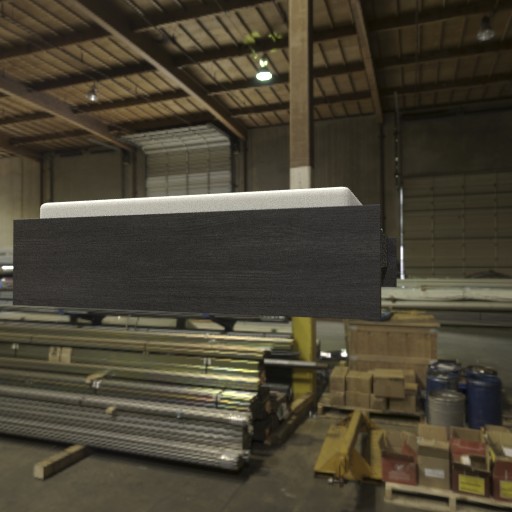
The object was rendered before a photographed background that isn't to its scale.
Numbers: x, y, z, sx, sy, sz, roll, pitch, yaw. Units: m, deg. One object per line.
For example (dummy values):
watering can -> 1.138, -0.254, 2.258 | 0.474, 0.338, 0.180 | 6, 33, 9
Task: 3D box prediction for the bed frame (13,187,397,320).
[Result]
bed frame -> 0.000, 0.000, 2.542 | 1.490, 0.432, 1.950 | 0, -1, 19
